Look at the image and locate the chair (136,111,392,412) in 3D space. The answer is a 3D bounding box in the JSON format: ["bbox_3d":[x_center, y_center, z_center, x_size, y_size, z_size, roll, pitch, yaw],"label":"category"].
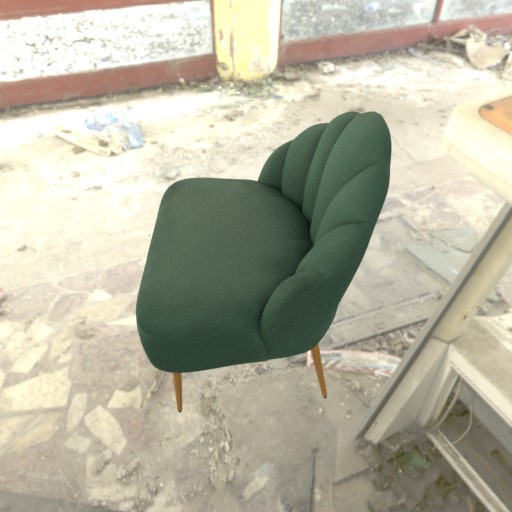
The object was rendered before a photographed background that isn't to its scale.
[{"bbox_3d":[0.000,0.000,1.268,0.599,0.819,0.657,-1,42,-1],"label":"chair"}]
